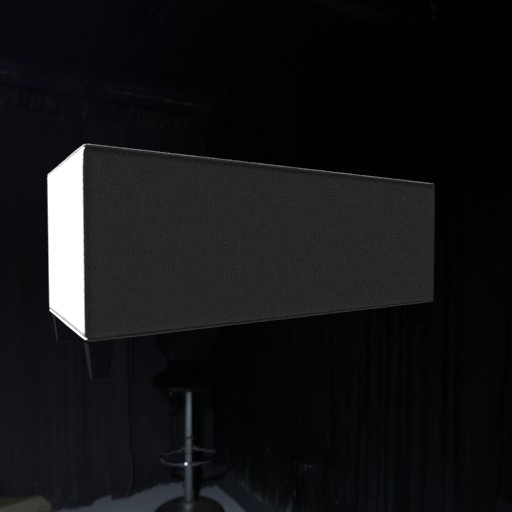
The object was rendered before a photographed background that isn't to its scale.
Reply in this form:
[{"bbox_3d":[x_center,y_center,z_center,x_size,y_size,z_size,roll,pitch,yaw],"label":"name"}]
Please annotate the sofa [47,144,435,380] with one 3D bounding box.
[{"bbox_3d":[0.000,0.000,2.197,1.778,0.762,0.775,-1,2,-33],"label":"sofa"}]
